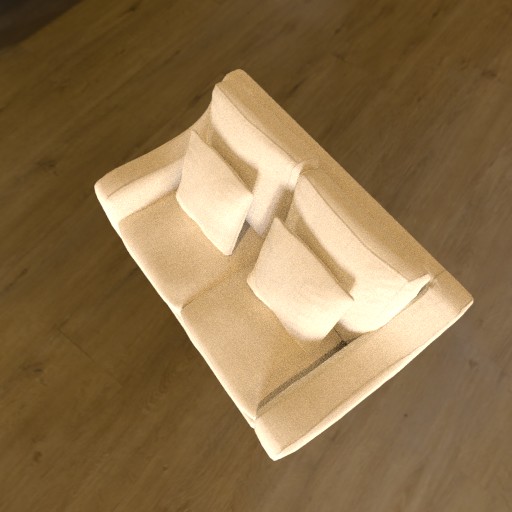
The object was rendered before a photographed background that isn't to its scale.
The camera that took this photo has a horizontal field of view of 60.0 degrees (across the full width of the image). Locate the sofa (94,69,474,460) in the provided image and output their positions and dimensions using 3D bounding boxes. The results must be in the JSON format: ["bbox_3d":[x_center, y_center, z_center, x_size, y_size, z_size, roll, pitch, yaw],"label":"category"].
[{"bbox_3d":[0.000,0.000,2.316,1.040,1.047,1.744,-33,68,-15],"label":"sofa"}]
